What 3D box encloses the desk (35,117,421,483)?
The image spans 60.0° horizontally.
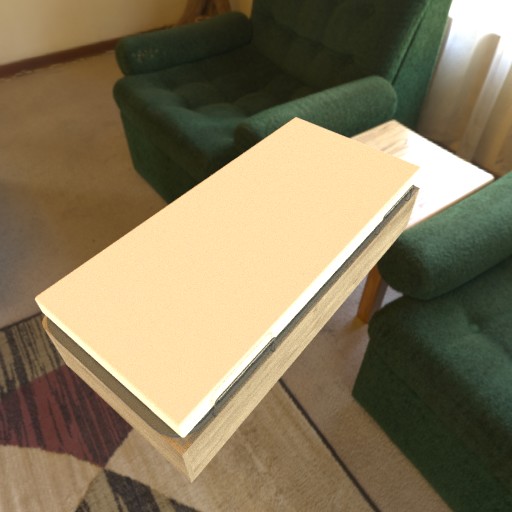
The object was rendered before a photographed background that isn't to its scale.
[{"bbox_3d":[0.000,0.000,2.275,0.900,0.455,1.900,31,54,25],"label":"desk"}]
